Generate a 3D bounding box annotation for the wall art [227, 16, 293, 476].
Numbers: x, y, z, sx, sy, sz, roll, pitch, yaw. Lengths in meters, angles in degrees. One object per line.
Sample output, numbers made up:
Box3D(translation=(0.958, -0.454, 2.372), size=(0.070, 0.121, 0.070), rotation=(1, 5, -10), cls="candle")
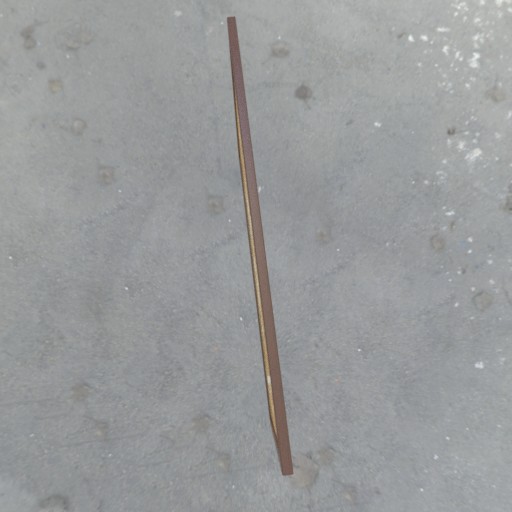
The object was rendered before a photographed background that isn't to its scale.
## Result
Box3D(translation=(0.000, 0.000, 0.833), size=(0.014, 0.455, 0.660), rotation=(-7, 76, -2), cls="wall art")
